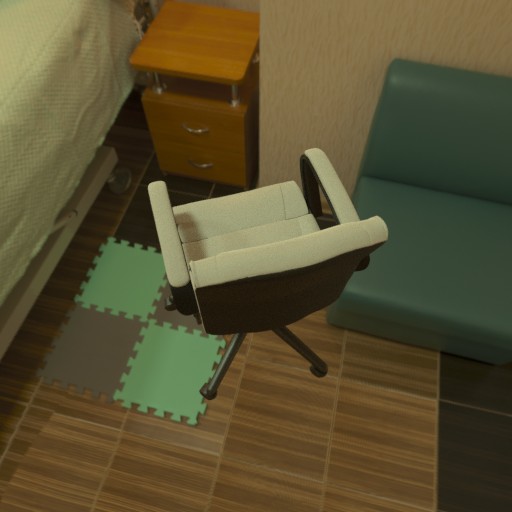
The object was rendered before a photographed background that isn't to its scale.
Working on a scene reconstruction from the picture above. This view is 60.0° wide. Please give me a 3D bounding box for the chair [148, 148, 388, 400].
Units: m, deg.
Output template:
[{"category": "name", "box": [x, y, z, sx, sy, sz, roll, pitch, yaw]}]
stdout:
[{"category": "chair", "box": [0.000, 0.000, 1.490, 0.739, 1.004, 0.717, -13, 59, -8]}]
